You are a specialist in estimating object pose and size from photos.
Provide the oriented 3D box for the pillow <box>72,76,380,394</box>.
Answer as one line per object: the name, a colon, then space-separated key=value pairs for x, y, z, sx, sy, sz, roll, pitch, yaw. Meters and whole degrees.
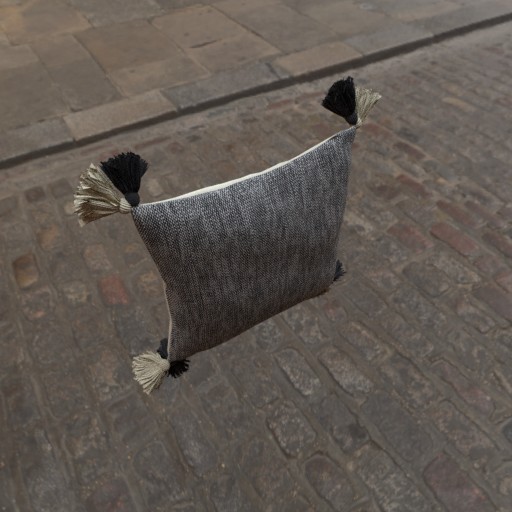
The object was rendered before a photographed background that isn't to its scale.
pillow: x=0.000 y=0.000 z=0.965 sx=0.654 sy=0.659 sz=0.170 roll=-25 pitch=51 yaw=-21
